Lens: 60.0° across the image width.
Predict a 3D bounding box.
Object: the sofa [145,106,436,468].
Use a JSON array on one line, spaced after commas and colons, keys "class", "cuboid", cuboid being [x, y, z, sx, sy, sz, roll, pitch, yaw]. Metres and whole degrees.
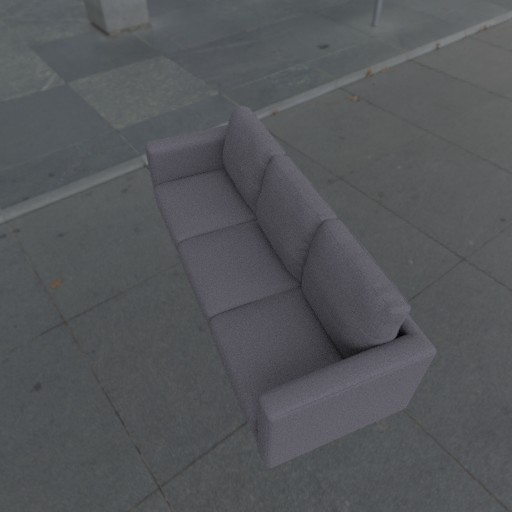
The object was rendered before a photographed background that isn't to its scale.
[{"class": "sofa", "cuboid": [0.000, 0.000, 2.543, 0.802, 0.912, 2.029, -17, 49, -15]}]
